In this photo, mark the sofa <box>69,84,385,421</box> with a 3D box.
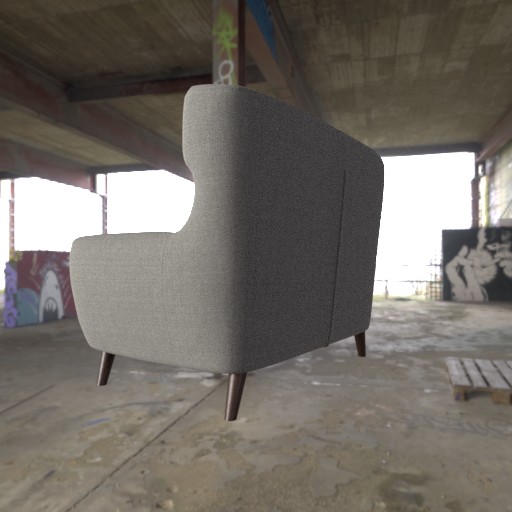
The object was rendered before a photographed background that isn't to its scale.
[{"bbox_3d":[0.000,0.000,1.998,0.884,1.028,1.386,0,0,35],"label":"sofa"}]
